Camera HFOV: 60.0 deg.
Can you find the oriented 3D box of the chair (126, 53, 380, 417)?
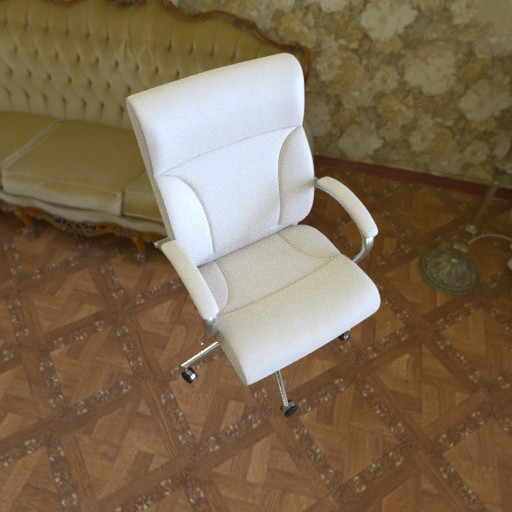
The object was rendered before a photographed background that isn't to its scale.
[{"bbox_3d":[0.000,0.000,1.569,0.727,1.099,0.745,-25,53,-21],"label":"chair"}]
